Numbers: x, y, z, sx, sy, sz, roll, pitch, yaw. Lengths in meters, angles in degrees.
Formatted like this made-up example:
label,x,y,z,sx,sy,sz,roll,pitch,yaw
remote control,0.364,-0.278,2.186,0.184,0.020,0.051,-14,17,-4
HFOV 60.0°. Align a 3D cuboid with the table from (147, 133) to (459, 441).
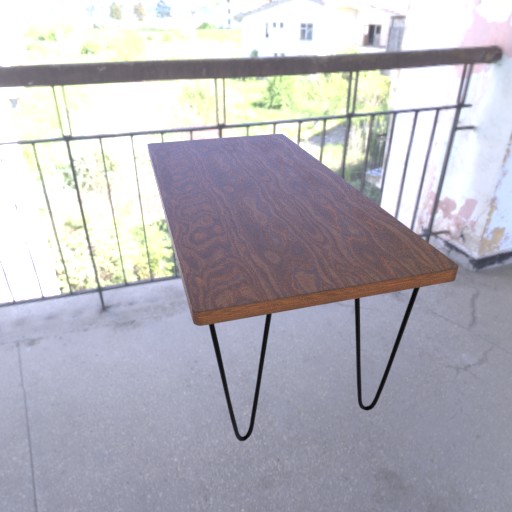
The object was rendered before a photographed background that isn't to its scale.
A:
label,x,y,z,sx,sy,sz,roll,pitch,yaw
table,0.000,0.000,2.273,0.883,0.753,1.791,-8,31,-14
